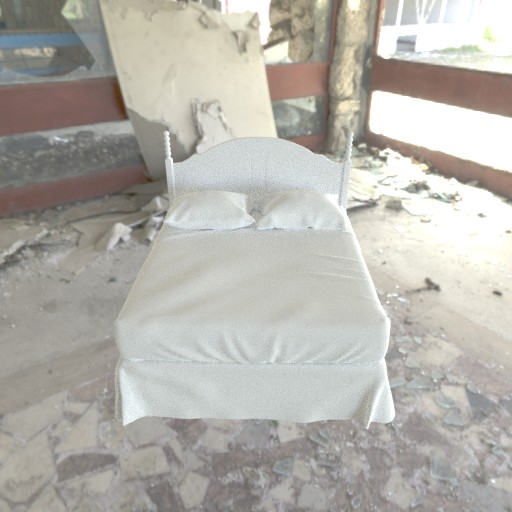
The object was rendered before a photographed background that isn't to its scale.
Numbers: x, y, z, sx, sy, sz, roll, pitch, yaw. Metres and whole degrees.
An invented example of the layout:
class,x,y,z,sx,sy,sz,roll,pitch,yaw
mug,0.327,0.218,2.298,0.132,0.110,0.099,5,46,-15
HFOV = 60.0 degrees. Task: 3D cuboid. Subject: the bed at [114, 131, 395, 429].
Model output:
class,x,y,z,sx,sy,sz,roll,pitch,yaw
bed,0.000,0.000,3.308,1.873,1.356,2.040,1,30,1
